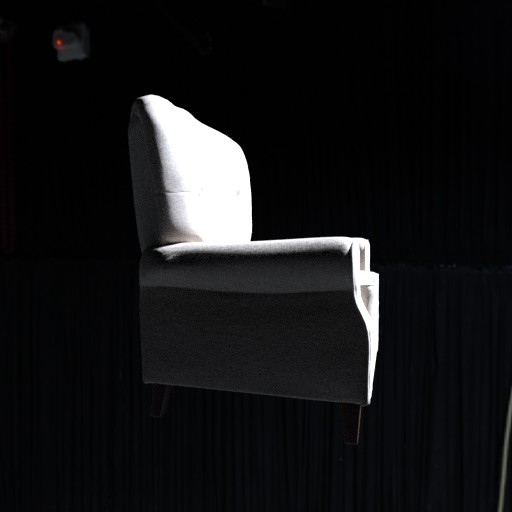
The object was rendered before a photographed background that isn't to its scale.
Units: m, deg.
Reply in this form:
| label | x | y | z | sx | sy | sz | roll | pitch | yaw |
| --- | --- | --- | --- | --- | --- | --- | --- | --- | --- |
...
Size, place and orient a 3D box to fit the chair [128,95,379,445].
| label | x | y | z | sx | sy | sz | roll | pitch | yaw |
| --- | --- | --- | --- | --- | --- | --- | --- | --- | --- |
| chair | 0.000 | 0.000 | 1.913 | 1.025 | 1.209 | 0.942 | 1 | 2 | 17 |
